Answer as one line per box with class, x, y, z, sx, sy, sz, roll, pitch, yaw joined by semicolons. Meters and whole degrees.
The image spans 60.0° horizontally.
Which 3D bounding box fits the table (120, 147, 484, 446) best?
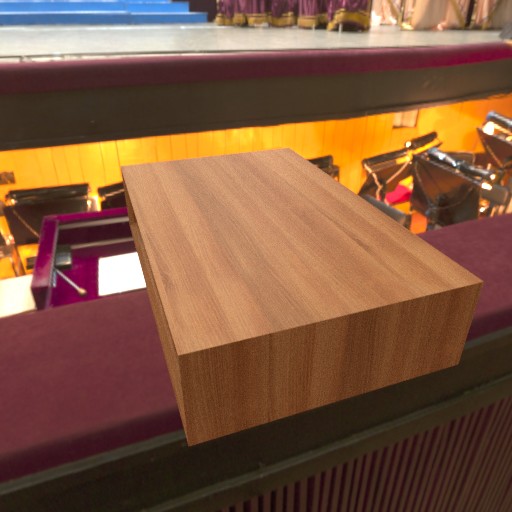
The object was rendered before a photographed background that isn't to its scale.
table;0.000;0.000;1.431;0.700;0.330;1.100;-10;32;-17
